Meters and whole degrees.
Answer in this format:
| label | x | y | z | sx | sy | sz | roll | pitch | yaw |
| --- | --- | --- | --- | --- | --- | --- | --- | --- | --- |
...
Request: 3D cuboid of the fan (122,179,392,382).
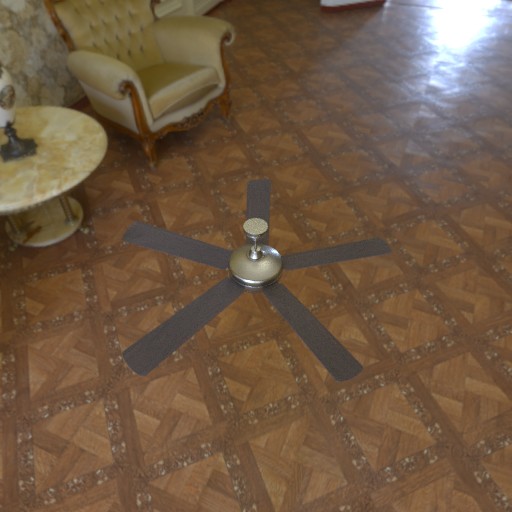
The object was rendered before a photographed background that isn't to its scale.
| label | x | y | z | sx | sy | sz | roll | pitch | yaw |
| --- | --- | --- | --- | --- | --- | --- | --- | --- | --- |
| fan | 0.000 | 0.000 | 1.996 | 1.321 | 0.356 | 1.321 | -17 | 47 | -16 |
